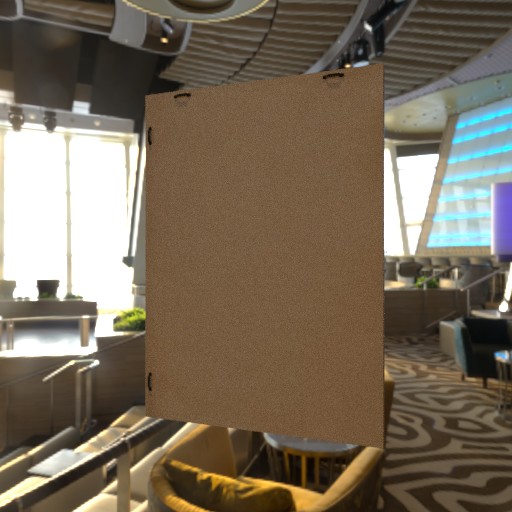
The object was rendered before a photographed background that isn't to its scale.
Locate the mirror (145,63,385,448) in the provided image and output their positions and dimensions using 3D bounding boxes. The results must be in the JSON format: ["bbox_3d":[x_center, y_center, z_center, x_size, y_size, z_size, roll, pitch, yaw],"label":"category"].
[{"bbox_3d":[0.000,0.000,0.912,0.507,0.710,0.040,0,0,19],"label":"mirror"}]
